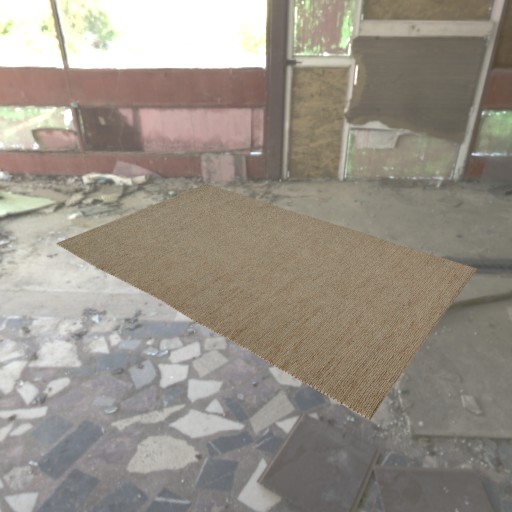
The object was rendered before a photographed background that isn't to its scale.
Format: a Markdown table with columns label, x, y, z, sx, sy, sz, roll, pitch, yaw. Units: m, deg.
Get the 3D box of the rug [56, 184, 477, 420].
| label | x | y | z | sx | sy | sz | roll | pitch | yaw |
| --- | --- | --- | --- | --- | --- | --- | --- | --- | --- |
| rug | 0.000 | 0.000 | 3.009 | 2.439 | 0.011 | 1.533 | 22 | 37 | 33 |
